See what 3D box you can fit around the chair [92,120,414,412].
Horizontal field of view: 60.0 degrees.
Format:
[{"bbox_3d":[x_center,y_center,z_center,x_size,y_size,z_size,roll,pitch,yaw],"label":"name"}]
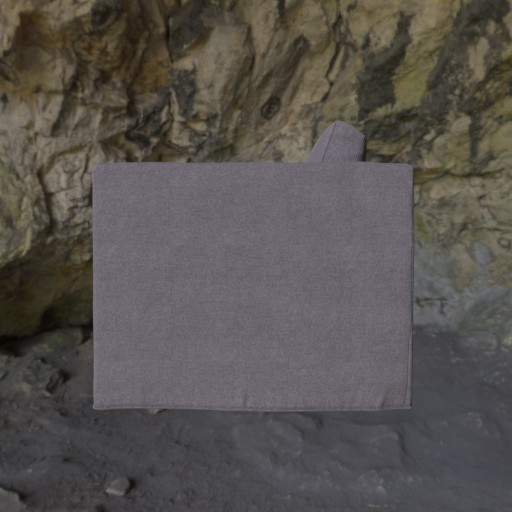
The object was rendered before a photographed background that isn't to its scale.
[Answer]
[{"bbox_3d":[0.000,0.000,1.764,0.949,0.863,1.057,0,1,2],"label":"chair"}]
